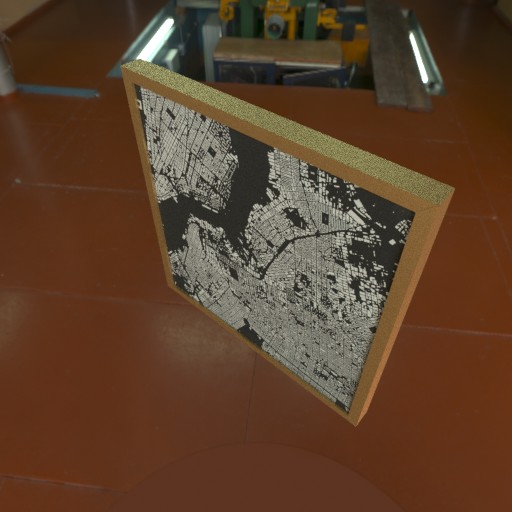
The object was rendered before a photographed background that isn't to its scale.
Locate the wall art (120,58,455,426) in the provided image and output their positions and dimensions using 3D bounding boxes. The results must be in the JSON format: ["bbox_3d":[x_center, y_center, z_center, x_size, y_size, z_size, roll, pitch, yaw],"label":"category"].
[{"bbox_3d":[0.000,0.000,1.876,1.284,1.284,0.095,32,53,27],"label":"wall art"}]
